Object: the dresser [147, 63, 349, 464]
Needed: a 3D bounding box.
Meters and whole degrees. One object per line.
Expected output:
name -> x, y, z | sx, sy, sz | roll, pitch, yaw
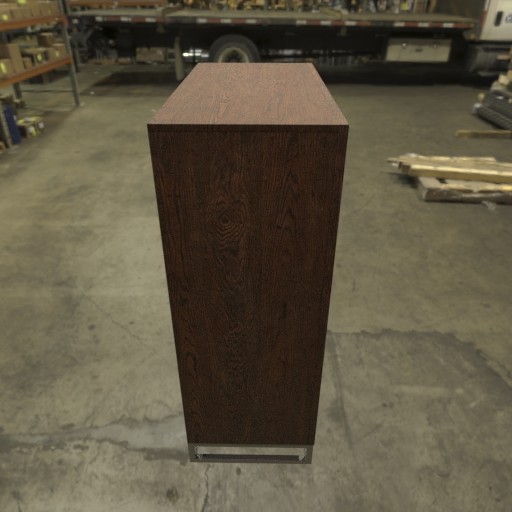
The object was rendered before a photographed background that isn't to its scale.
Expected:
dresser -> 0.000, 0.000, 1.804 | 0.508, 1.321, 0.965 | 0, 31, 1
